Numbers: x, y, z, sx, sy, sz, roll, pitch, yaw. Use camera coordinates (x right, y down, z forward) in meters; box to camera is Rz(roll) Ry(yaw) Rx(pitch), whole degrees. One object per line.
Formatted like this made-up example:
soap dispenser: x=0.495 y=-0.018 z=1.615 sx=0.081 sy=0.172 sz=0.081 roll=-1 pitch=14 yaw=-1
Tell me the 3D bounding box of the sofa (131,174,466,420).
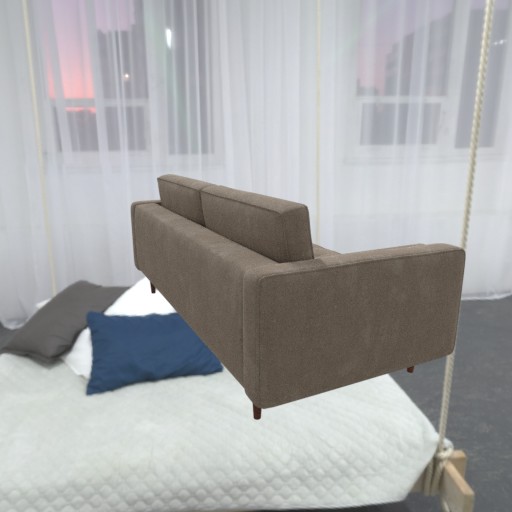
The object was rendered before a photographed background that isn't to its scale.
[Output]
sofa: x=0.000 y=0.000 z=2.324 sx=0.920 sy=0.769 sz=1.883 roll=-7 pitch=16 yaw=-26
